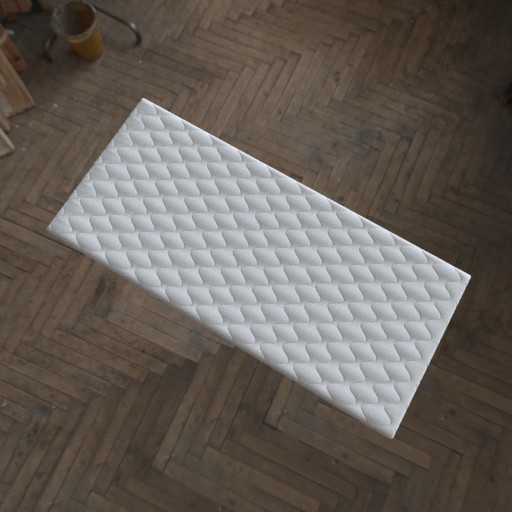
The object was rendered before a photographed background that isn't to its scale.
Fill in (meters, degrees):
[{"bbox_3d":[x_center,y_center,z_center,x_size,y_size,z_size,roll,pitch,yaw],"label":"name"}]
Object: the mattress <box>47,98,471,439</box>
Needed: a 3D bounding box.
[{"bbox_3d":[0.000,0.000,2.326,2.000,0.200,0.900,30,78,7],"label":"mattress"}]
